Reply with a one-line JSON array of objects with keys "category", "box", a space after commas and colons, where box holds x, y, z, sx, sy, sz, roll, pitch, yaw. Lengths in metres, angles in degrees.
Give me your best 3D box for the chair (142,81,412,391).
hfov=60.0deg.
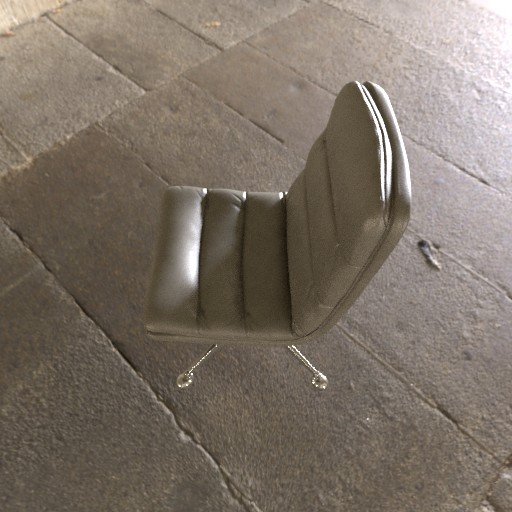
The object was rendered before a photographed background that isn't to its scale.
[{"category": "chair", "box": [0.000, 0.000, 1.032, 0.485, 0.738, 0.422, 0, 57, 0]}]
